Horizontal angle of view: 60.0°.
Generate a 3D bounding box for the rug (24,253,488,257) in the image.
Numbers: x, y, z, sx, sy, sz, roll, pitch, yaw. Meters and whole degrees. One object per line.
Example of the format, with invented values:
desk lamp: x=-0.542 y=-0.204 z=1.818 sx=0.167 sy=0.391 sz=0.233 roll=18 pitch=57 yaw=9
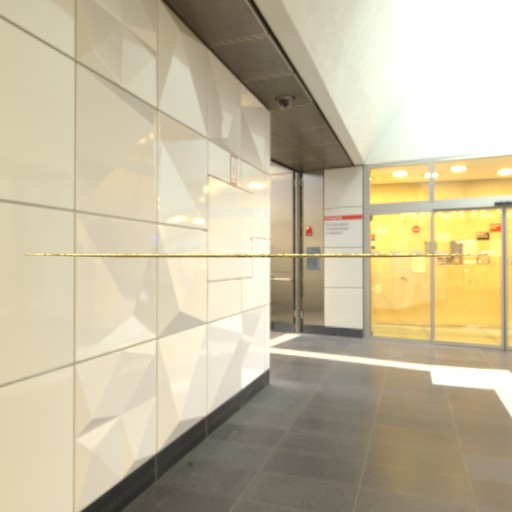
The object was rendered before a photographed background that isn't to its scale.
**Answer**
rug: x=0.000 y=0.000 z=3.050 sx=2.410 sy=0.011 sz=1.539 roll=0 pitch=-1 yaw=0
